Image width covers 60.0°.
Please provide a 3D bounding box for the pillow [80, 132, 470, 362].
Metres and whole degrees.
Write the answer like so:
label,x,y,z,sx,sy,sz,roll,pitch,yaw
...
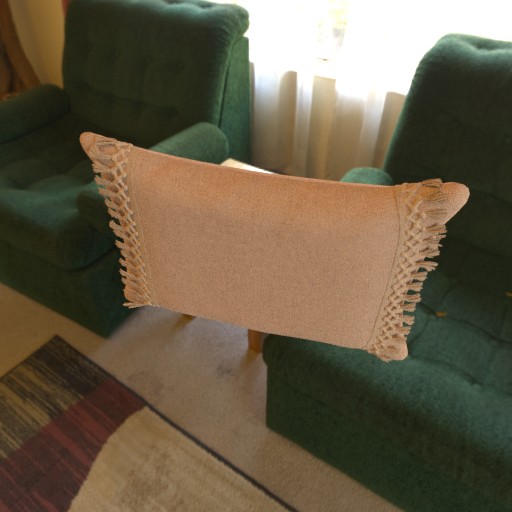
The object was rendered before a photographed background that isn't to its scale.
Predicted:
label,x,y,z,sx,sy,sz,roll,pitch,yaw
pillow,0.000,0.000,0.606,0.466,0.305,0.084,11,42,12
